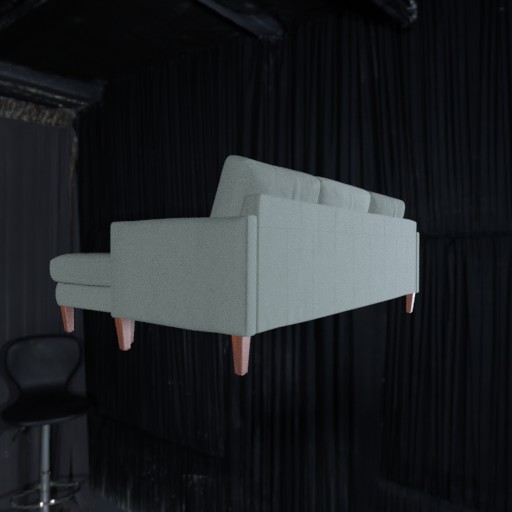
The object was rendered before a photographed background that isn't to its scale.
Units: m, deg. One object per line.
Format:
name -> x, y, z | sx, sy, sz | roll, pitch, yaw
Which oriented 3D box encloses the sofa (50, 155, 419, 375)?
sofa -> 0.000, 0.000, 2.944 | 1.506, 0.876, 2.178 | 1, 1, 36
